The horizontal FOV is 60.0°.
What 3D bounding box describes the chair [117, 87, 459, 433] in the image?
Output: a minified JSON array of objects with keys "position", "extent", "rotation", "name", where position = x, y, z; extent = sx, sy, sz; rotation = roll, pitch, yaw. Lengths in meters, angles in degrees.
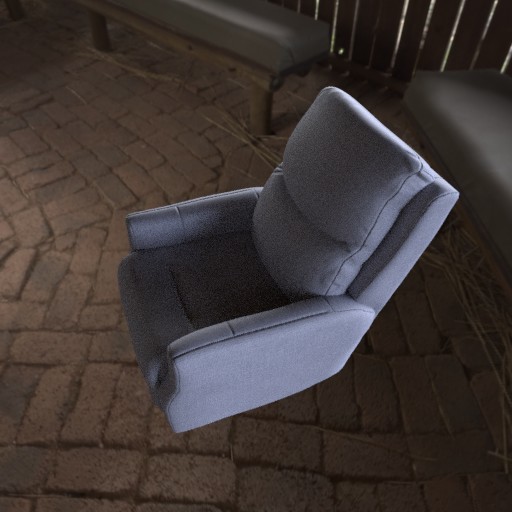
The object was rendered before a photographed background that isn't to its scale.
[{"position":[0.000,0.000,1.739],"extent":[1.080,1.030,0.829],"rotation":[-17,49,-15],"name":"chair"}]
